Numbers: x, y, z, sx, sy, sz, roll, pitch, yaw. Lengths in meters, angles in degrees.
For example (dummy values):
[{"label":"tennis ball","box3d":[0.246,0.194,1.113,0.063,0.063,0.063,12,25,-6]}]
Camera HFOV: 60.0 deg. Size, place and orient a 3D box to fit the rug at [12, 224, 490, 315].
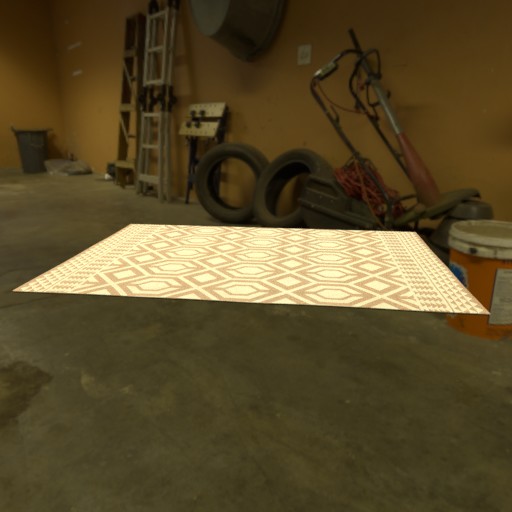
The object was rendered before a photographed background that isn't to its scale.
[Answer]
[{"label":"rug","box3d":[0.000,0.000,2.258,1.829,0.008,1.219,2,17,7]}]
